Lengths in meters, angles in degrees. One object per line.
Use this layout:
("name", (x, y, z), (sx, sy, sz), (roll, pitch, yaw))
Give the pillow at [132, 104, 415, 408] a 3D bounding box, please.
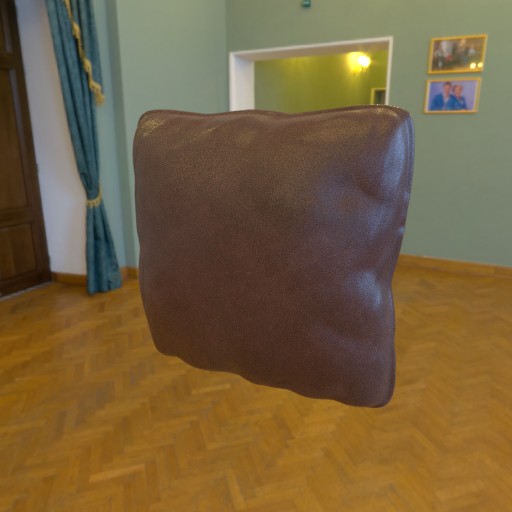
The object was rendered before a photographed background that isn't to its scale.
("pillow", (0.000, 0.000, 0.820), (0.532, 0.523, 0.236), (8, 18, 26))
